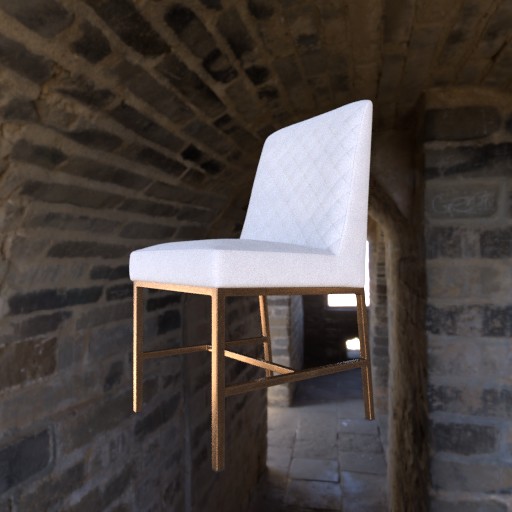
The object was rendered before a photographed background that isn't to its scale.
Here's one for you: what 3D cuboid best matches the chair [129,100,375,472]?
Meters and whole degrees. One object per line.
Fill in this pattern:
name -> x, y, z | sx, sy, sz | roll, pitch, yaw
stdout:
chair -> 0.000, 0.000, 1.311 | 0.597, 0.933, 0.503 | 0, -1, -37
